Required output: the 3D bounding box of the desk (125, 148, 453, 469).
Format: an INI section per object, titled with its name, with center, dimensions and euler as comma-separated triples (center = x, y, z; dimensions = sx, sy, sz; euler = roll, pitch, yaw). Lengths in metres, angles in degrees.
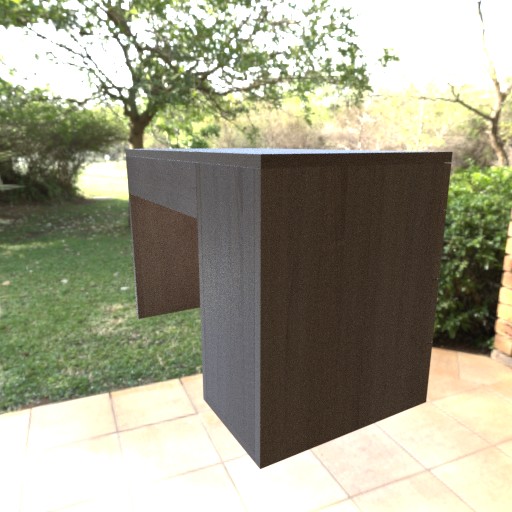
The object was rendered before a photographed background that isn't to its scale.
[desk]
center = 0.000, 0.000, 1.571
dimensions = 0.600, 0.731, 1.100
euler = -8, 16, -29
